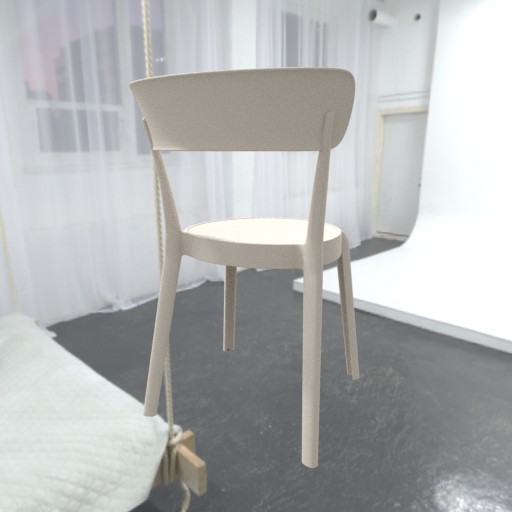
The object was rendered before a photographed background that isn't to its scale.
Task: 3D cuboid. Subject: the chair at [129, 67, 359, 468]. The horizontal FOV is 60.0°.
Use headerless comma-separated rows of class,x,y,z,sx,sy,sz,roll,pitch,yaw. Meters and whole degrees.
chair,0.000,0.000,1.096,0.506,0.790,0.491,6,15,25
